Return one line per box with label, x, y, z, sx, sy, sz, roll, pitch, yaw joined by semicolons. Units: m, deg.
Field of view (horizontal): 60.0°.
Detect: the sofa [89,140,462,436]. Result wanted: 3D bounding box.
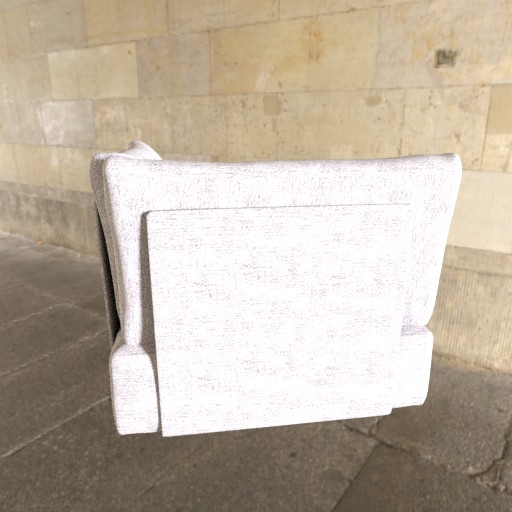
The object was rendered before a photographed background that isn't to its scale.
sofa;0.000;0.000;1.674;1.000;0.820;1.000;-2;17;-8
